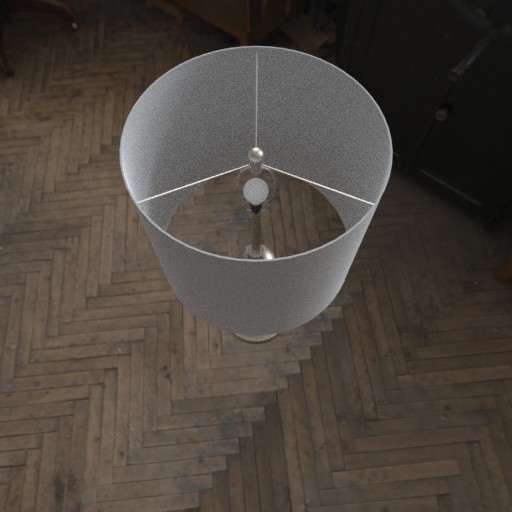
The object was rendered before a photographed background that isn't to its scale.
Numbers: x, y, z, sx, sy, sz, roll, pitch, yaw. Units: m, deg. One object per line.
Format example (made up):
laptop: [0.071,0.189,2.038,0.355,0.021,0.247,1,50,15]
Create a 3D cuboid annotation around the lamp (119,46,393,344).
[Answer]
lamp: [0.000,0.000,0.691,0.277,0.538,0.277,0,64,0]
